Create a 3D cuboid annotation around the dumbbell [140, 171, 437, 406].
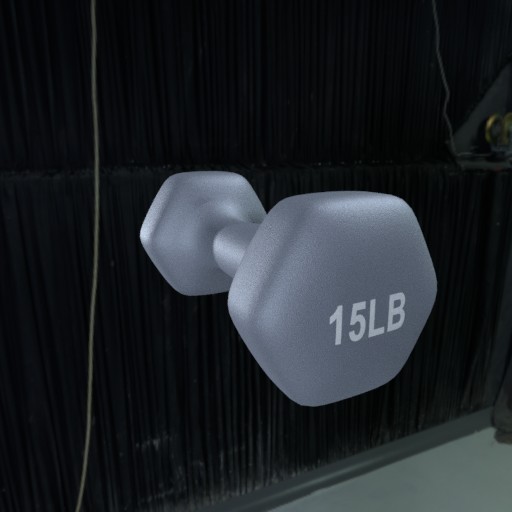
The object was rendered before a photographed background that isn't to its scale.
[{"bbox_3d":[0.000,0.000,0.308,0.116,0.105,0.240,-7,16,-26],"label":"dumbbell"}]
